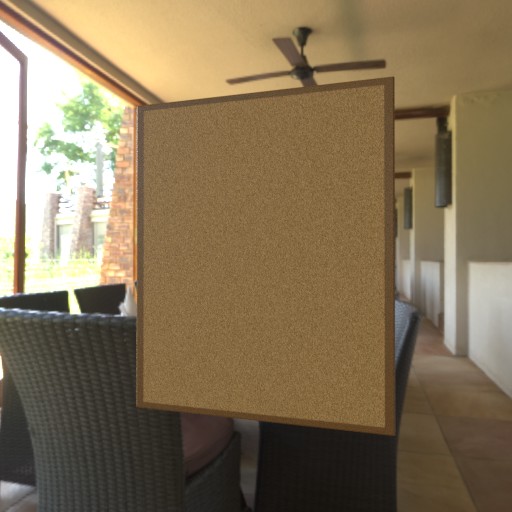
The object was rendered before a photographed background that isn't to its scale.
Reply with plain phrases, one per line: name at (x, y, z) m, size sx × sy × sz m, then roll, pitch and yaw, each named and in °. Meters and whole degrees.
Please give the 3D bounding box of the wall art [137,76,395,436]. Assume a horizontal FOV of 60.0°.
wall art at (0.000, 0.000, 0.751) m, size 0.449 × 0.550 × 0.021 m, roll 0°, pitch 0°, yaw 17°
